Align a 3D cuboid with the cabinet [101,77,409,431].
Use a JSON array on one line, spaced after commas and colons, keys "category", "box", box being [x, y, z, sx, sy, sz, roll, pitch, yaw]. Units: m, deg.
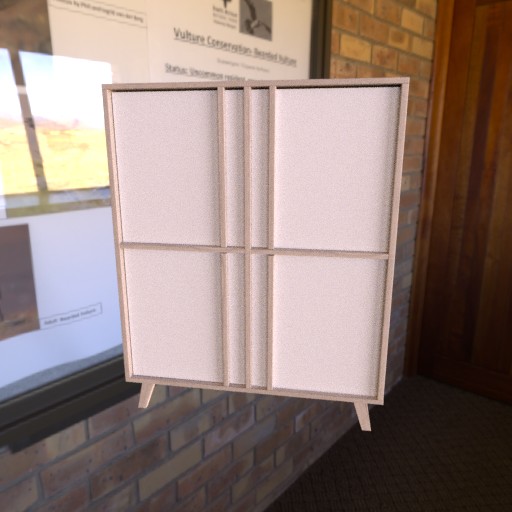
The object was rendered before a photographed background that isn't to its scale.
[{"category": "cabinet", "box": [0.000, 0.000, 1.938, 1.111, 1.388, 0.398, 2, 15, 9]}]
